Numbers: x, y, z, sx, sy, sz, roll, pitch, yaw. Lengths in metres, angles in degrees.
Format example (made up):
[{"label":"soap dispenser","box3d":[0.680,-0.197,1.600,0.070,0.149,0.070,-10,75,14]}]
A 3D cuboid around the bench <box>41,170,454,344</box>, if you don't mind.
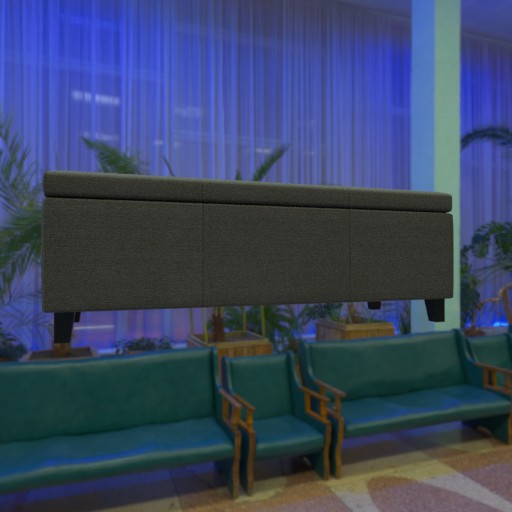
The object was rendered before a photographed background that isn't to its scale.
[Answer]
[{"label":"bench","box3d":[0.000,0.000,1.478,1.269,0.438,0.446,0,0,-18]}]
